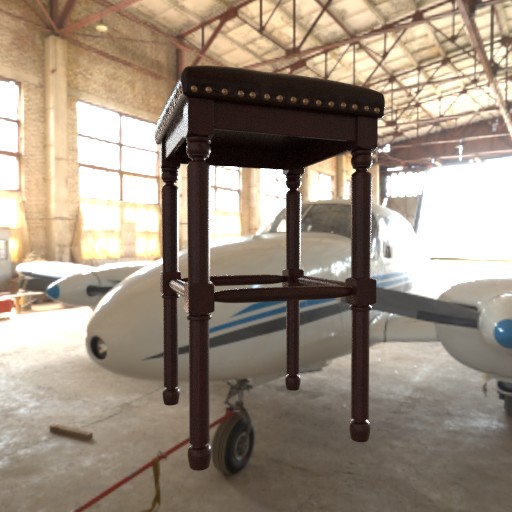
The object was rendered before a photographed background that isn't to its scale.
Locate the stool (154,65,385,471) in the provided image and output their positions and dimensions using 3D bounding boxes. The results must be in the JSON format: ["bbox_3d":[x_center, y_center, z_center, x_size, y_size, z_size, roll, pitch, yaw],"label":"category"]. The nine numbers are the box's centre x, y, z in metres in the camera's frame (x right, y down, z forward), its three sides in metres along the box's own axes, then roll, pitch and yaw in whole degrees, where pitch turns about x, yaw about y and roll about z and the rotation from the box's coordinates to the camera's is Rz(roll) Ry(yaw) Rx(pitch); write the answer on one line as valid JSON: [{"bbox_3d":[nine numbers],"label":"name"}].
[{"bbox_3d":[0.000,0.000,0.944,0.382,0.702,0.383,-1,2,-19],"label":"stool"}]
